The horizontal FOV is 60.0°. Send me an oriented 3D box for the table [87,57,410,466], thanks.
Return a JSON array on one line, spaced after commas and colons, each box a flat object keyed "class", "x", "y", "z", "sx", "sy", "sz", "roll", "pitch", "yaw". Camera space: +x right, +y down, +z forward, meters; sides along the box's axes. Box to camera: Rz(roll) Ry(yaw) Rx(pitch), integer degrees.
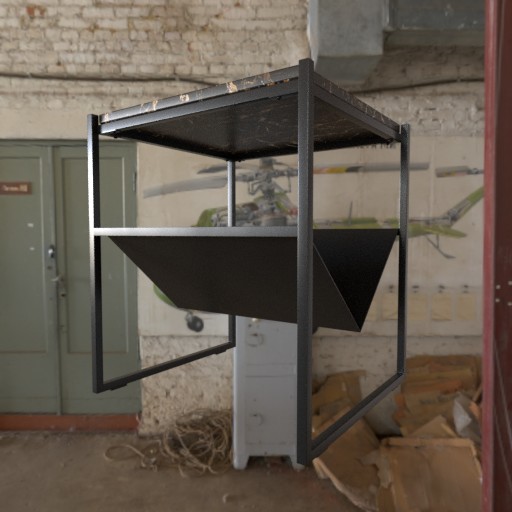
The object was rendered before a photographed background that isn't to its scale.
[{"class": "table", "x": 0.000, "y": 0.000, "z": 0.881, "sx": 0.469, "sy": 0.534, "sz": 0.432, "roll": 2, "pitch": 4, "yaw": 35}]
